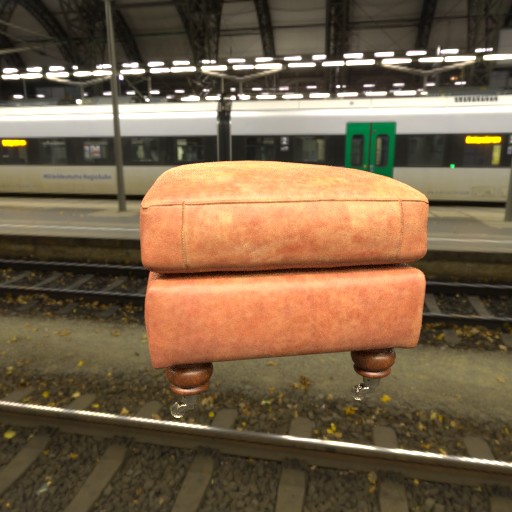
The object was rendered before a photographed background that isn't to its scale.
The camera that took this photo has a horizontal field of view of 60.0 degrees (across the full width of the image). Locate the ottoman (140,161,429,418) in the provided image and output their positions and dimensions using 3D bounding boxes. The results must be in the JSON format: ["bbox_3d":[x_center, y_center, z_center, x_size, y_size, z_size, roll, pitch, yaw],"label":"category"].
[{"bbox_3d":[0.000,0.000,1.215,0.565,0.507,0.852,-2,13,-10],"label":"ottoman"}]
